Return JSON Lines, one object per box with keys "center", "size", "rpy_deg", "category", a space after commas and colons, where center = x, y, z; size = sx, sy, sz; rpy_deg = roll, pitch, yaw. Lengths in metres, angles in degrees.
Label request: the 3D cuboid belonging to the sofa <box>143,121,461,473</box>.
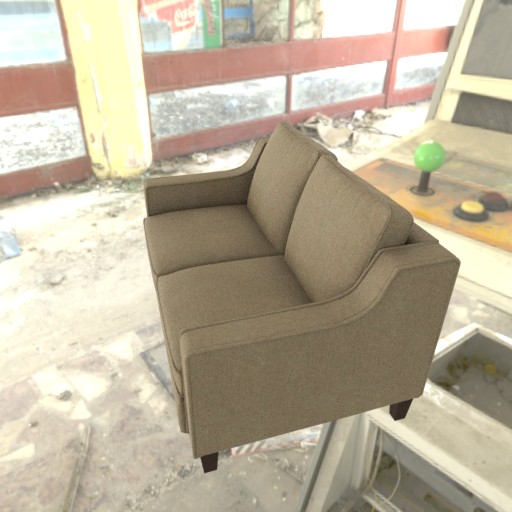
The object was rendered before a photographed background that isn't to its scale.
{"center": [0.000, 0.000, 2.139], "size": [0.985, 0.981, 1.503], "rpy_deg": [-9, 32, -15], "category": "sofa"}
